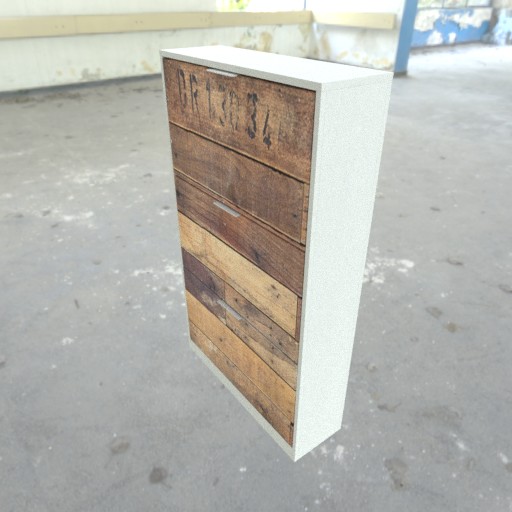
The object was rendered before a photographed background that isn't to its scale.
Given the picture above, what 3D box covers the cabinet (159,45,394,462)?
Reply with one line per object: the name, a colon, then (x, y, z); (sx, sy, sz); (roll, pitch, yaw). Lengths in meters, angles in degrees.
cabinet: (0.000, 0.000, 1.568); (0.250, 1.280, 0.750); (-21, 37, -31)
